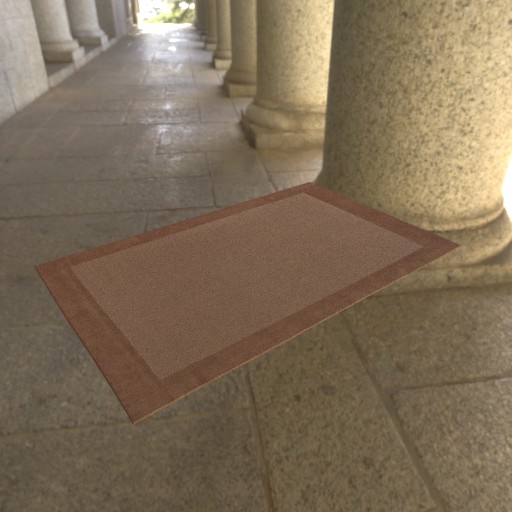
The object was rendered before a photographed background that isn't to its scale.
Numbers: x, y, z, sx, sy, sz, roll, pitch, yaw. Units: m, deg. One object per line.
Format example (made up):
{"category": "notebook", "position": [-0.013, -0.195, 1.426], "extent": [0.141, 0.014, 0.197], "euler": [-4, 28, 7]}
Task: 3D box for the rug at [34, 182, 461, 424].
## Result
{"category": "rug", "position": [0.000, 0.000, 2.970], "extent": [2.438, 0.014, 1.524], "euler": [-21, 37, -32]}
